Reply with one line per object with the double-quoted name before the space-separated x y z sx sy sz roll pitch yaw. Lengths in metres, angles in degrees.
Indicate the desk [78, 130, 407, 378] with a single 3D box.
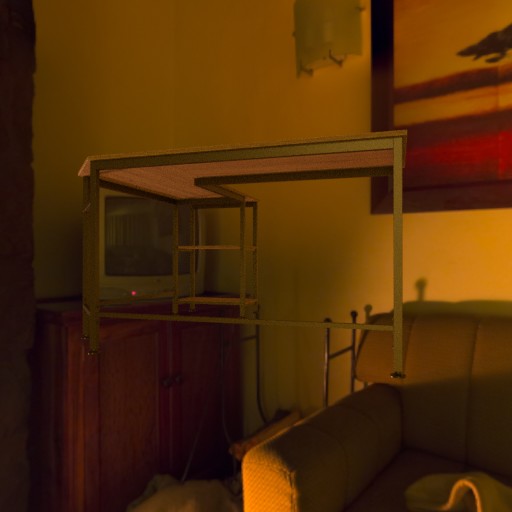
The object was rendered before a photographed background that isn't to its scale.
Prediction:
"desk" 0.000 0.000 2.178 1.379 0.739 1.379 0 0 18
